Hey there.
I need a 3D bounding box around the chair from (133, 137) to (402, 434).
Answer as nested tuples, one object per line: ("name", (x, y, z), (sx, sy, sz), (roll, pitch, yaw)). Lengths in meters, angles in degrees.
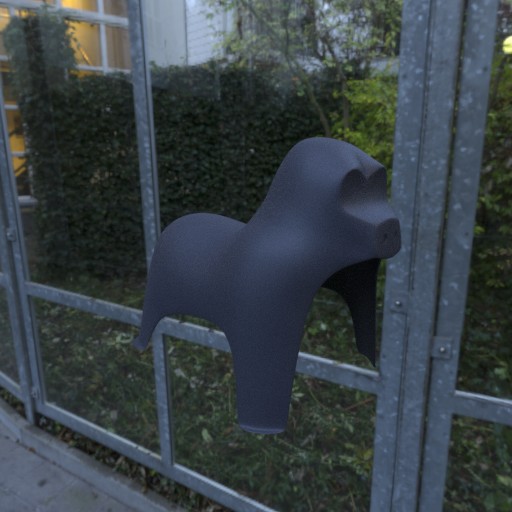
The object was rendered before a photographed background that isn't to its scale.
("chair", (0.000, 0.000, 1.167), (0.758, 0.600, 0.490), (13, 19, 42))
